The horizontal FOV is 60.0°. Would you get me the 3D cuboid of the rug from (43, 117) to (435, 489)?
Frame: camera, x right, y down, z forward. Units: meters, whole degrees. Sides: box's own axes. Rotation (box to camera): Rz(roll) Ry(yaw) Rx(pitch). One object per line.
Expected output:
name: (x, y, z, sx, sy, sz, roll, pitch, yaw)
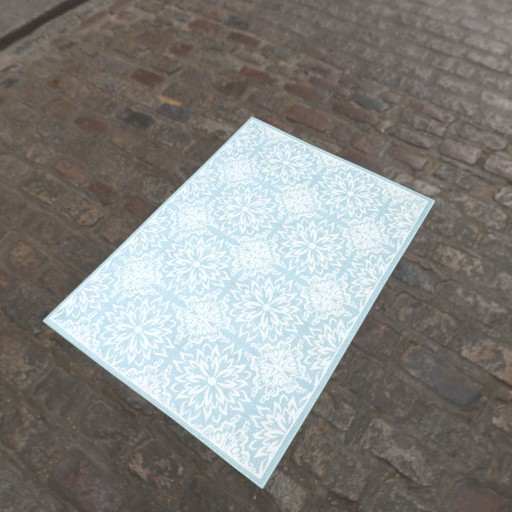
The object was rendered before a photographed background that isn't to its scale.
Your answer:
rug: (0.000, 0.000, 2.901, 1.589, 0.014, 2.205, 30, 62, 18)
